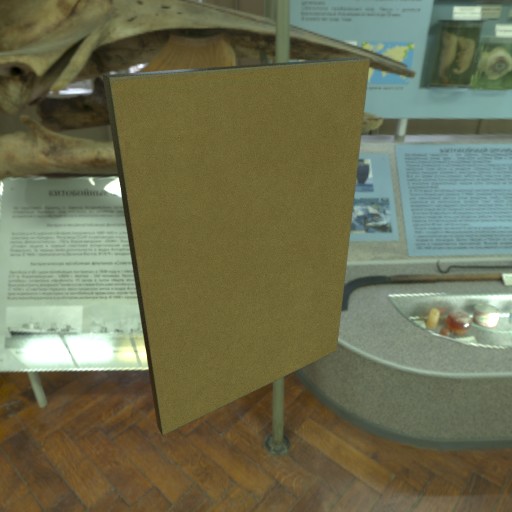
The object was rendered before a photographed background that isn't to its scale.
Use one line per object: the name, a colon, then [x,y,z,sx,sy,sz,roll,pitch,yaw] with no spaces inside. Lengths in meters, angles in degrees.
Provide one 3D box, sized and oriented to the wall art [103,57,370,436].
wall art: [0.000,0.000,0.573,0.314,0.455,0.019,-17,33,-28]
